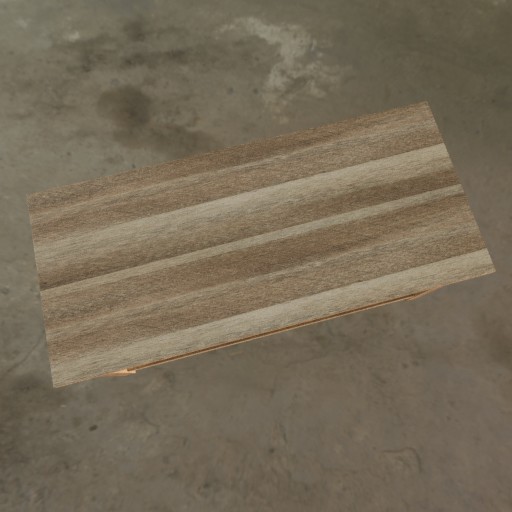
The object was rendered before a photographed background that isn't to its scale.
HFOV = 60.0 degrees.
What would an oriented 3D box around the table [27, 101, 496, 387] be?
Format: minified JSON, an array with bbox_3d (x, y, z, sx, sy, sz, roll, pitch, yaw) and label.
[{"bbox_3d":[0.000,0.000,1.350,1.095,0.480,0.493,-14,76,-4],"label":"table"}]
